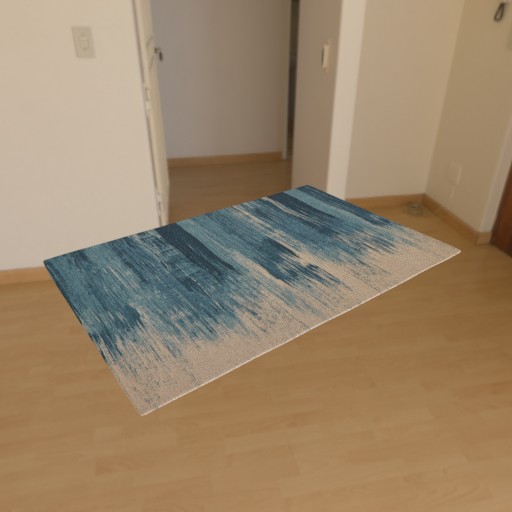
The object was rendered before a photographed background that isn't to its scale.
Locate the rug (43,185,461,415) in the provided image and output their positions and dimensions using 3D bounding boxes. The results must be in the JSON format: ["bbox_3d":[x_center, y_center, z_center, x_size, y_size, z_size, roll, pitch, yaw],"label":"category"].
[{"bbox_3d":[0.000,0.000,2.321,1.836,0.009,1.232,-20,36,-31],"label":"rug"}]
